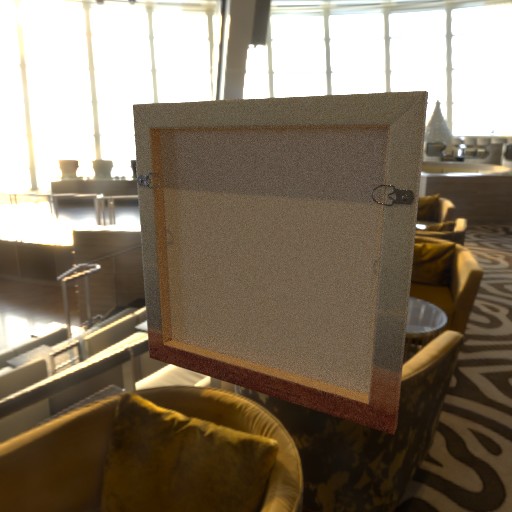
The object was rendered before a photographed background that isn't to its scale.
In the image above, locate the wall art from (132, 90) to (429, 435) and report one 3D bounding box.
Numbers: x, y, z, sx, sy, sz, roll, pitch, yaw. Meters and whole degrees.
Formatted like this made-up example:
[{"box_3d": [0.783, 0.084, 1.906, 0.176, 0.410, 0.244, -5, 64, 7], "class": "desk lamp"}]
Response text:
[{"box_3d": [0.000, 0.000, 0.903, 0.605, 0.605, 0.034, 8, 17, 29], "class": "wall art"}]
